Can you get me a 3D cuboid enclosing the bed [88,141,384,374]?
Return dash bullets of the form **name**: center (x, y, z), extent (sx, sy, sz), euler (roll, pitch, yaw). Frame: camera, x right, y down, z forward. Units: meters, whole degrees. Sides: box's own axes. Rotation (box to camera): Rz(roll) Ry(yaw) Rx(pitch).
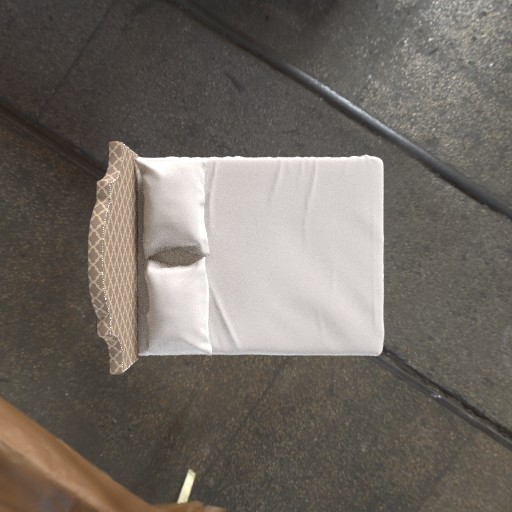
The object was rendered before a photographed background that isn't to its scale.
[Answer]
- **bed**: center (0.000, 0.000, 3.404), extent (2.222, 1.633, 1.780), euler (0, 91, 1)
